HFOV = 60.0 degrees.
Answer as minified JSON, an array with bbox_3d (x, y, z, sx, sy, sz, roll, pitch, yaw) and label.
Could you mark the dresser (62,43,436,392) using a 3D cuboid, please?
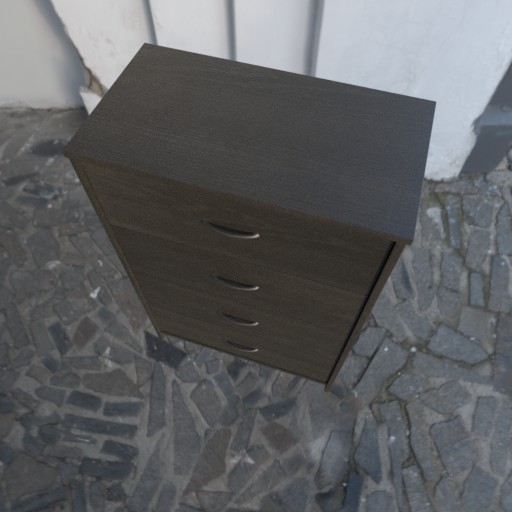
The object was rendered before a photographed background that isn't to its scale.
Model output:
[{"bbox_3d":[0.000,0.000,1.358,0.700,1.020,0.398,15,60,9],"label":"dresser"}]
